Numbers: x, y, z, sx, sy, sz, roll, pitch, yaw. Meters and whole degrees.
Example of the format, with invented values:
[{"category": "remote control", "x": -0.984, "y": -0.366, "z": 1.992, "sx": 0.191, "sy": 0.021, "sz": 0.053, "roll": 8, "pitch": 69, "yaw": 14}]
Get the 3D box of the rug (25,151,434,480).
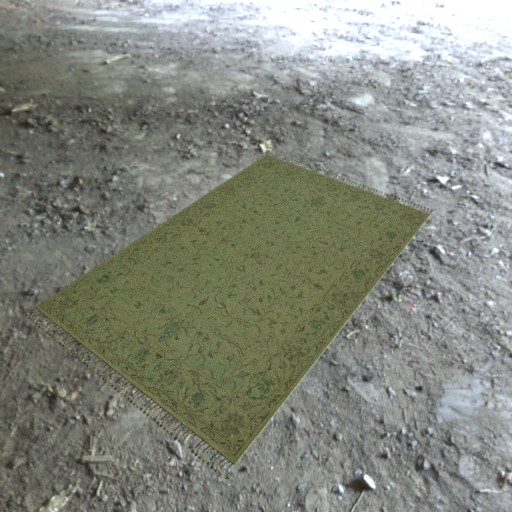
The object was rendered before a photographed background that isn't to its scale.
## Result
[{"category": "rug", "x": 0.000, "y": 0.000, "z": 2.937, "sx": 1.544, "sy": 0.010, "sz": 2.435, "roll": 27, "pitch": 48, "yaw": 27}]
